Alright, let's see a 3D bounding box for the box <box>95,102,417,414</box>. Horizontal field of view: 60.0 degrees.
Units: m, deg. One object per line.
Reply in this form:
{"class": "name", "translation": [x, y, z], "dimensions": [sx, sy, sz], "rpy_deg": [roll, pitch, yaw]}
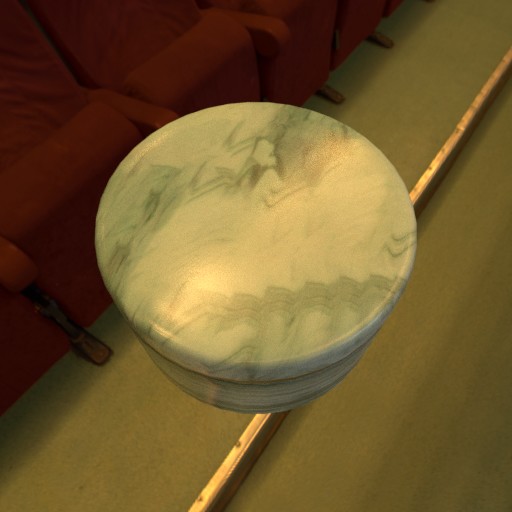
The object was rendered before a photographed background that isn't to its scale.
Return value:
{"class": "box", "translation": [0.000, 0.000, 0.164], "dimensions": [0.101, 0.063, 0.101], "rpy_deg": [0, 59, 0]}
